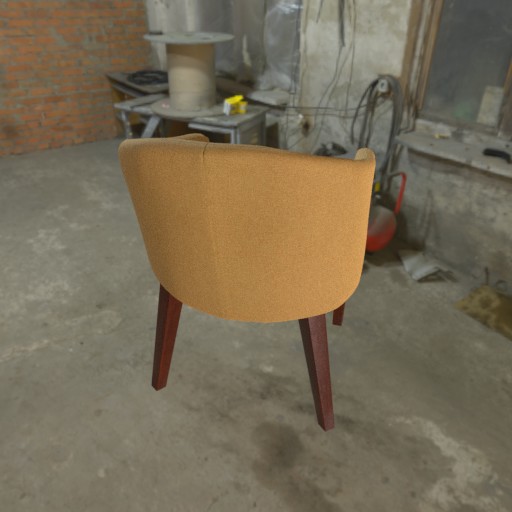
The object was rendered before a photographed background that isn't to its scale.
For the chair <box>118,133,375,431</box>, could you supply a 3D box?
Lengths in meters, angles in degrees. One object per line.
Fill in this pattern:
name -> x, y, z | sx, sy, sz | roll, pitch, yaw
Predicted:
chair -> 0.000, 0.000, 1.239 | 0.583, 0.811, 0.655 | 9, 32, 14
